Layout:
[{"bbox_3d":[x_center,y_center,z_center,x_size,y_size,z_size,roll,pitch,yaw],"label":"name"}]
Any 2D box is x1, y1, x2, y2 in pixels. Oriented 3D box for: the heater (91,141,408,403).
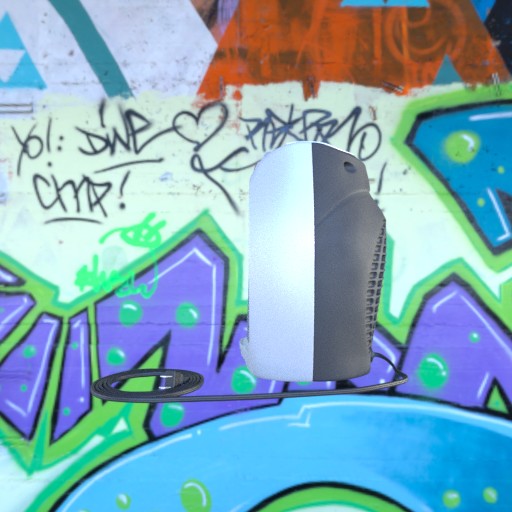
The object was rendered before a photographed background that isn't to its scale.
[{"bbox_3d":[0.000,0.000,0.470,0.291,0.240,0.239,0,-1,0],"label":"heater"}]
